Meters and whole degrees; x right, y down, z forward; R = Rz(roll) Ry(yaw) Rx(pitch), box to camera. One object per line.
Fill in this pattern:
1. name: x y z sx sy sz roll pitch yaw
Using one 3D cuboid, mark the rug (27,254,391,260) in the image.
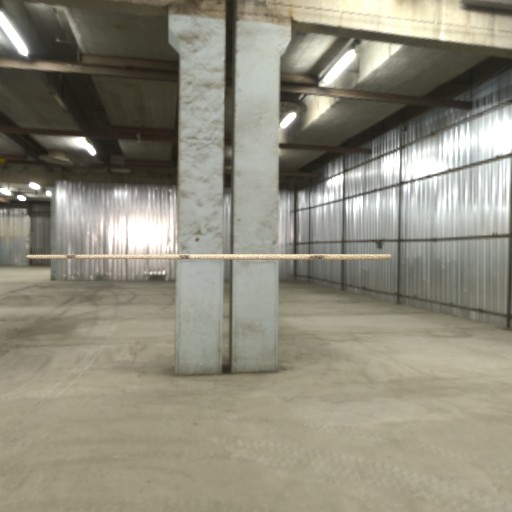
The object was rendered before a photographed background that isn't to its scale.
1. rug: 0.000 0.000 4.114 2.399 0.026 3.000 0 0 17
